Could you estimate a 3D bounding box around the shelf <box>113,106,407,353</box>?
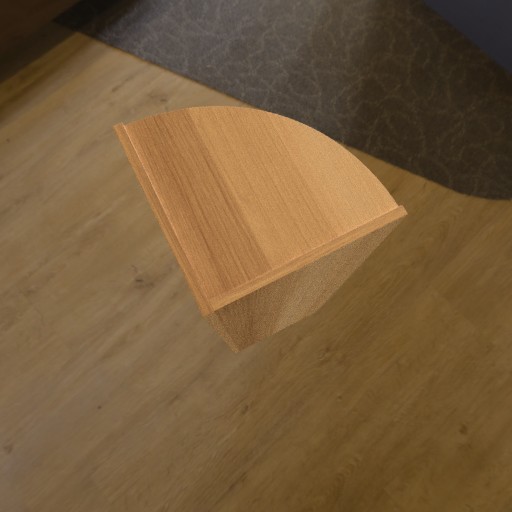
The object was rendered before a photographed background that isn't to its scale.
[{"bbox_3d":[0.000,0.000,1.006,0.290,0.872,0.290,-26,76,-7],"label":"shelf"}]
